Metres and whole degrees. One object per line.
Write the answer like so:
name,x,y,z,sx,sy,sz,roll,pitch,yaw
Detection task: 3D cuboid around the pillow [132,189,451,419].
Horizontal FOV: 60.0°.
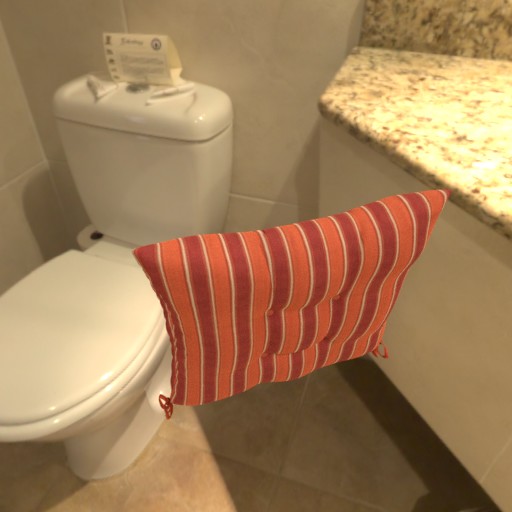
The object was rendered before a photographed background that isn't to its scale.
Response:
pillow,0.000,0.000,0.993,0.541,0.536,0.585,-12,41,-14
